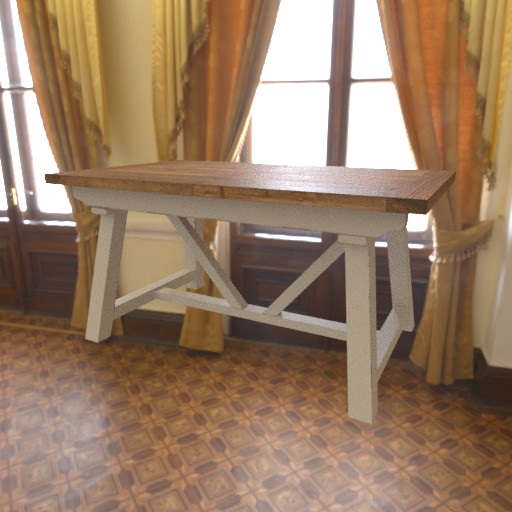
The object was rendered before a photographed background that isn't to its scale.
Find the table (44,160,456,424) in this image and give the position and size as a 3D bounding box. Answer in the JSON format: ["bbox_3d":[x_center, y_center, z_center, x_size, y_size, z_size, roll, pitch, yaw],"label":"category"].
[{"bbox_3d":[0.000,0.000,1.995,1.503,0.743,0.922,8,18,27],"label":"table"}]
